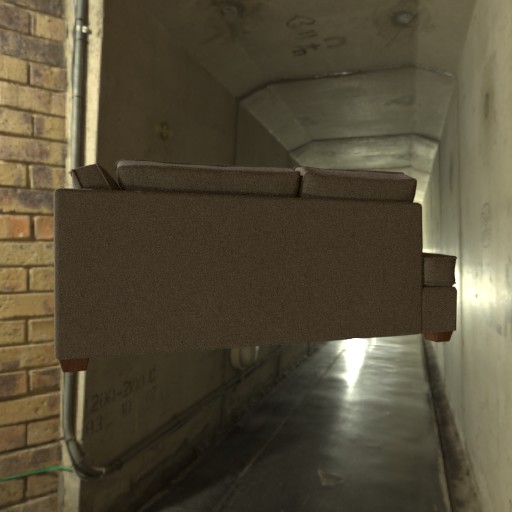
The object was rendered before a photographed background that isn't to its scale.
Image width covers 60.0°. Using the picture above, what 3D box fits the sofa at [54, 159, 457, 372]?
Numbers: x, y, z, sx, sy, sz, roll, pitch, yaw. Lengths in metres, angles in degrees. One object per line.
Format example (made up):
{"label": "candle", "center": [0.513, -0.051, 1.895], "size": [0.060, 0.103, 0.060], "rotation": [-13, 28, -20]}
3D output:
{"label": "sofa", "center": [0.000, 0.000, 2.812], "size": [2.237, 1.033, 1.110], "rotation": [0, 1, -19]}
